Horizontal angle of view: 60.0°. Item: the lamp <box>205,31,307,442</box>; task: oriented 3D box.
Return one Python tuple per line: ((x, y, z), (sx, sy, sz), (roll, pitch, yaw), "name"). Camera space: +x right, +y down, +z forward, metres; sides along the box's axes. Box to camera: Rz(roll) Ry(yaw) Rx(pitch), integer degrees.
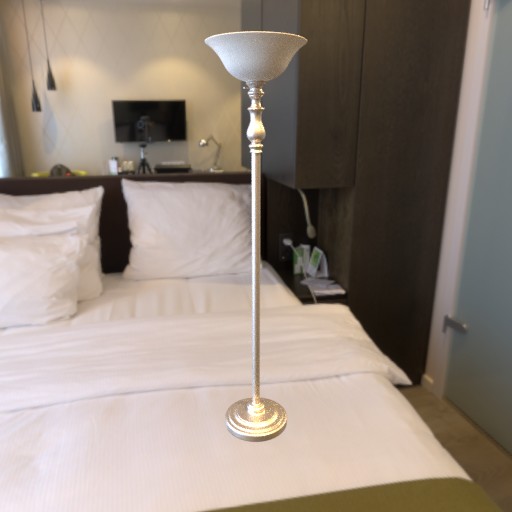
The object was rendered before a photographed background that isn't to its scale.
((0.000, 0.000, 2.009), (0.405, 1.771, 0.405), (-15, 22, -42), "lamp")
